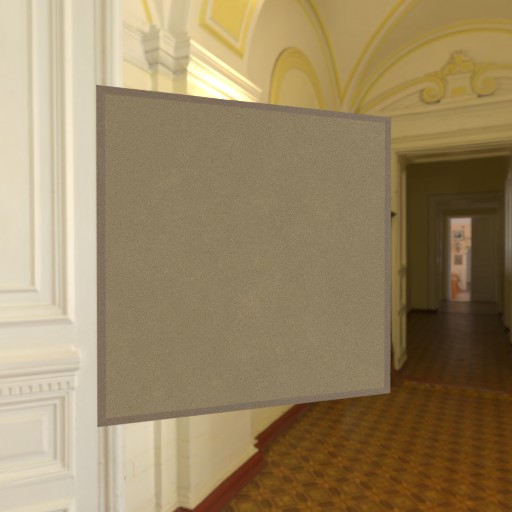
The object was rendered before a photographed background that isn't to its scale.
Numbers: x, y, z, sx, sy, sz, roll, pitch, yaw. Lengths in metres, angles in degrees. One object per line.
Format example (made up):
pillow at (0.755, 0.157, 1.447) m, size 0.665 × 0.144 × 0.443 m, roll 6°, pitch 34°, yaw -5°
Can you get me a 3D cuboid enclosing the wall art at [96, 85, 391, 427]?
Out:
wall art at (0.000, 0.000, 0.753) m, size 0.508 × 0.506 × 0.038 m, roll 0°, pitch 1°, yaw -18°
